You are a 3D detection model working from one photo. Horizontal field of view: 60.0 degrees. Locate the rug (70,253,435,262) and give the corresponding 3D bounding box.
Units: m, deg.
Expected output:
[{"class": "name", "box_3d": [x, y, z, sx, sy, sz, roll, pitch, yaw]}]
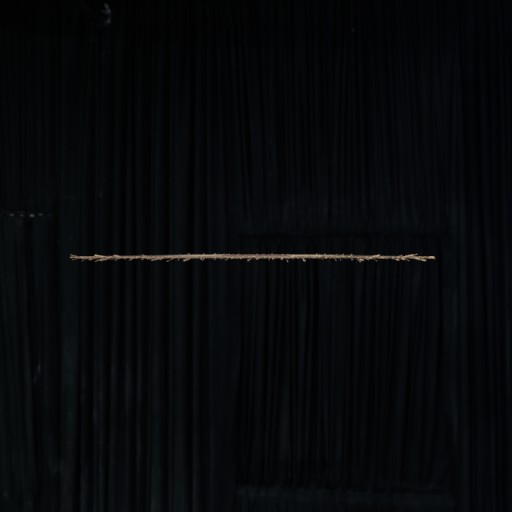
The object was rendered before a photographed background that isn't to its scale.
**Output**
[{"class": "rug", "box_3d": [0.000, 0.000, 2.473, 1.224, 0.027, 2.021, 0, 0, 1]}]
